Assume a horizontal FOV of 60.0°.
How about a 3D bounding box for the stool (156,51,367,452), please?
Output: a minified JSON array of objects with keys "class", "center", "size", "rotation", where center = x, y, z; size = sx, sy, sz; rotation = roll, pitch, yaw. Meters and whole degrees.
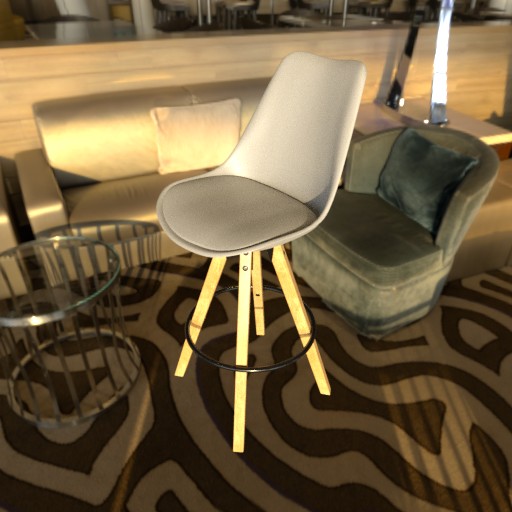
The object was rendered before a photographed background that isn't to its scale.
[{"class":"stool","center":[0.000,0.000,1.391],"size":[0.550,1.115,0.485],"rotation":[-21,38,-30]}]
